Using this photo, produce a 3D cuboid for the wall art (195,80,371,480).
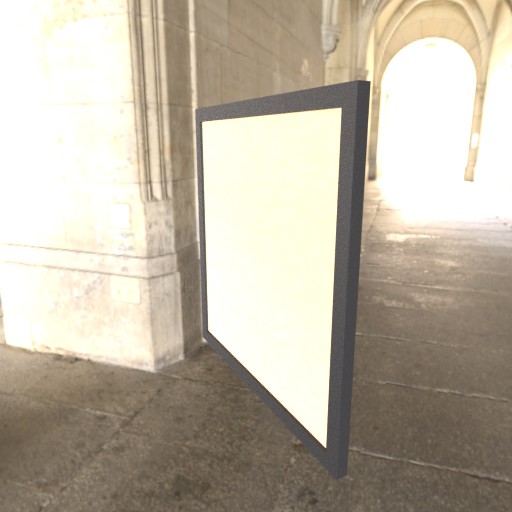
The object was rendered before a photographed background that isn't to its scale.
[{"bbox_3d":[0.000,0.000,0.531,0.013,0.356,0.356,-7,16,-26],"label":"wall art"}]
